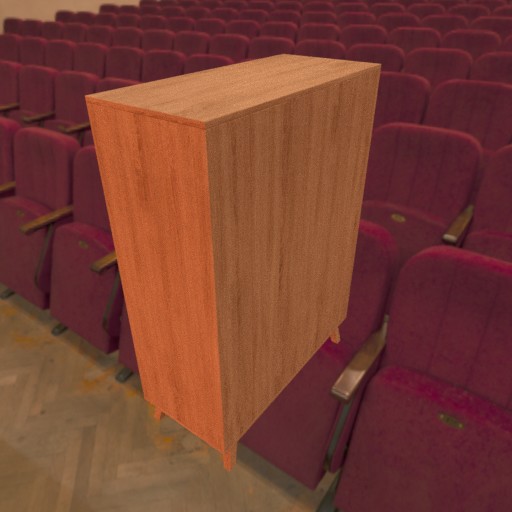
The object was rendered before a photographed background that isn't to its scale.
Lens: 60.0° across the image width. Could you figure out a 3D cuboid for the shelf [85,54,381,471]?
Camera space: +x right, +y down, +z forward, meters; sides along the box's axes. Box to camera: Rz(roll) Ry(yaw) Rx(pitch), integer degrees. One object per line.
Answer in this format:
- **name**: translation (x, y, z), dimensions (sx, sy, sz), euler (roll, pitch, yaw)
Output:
- **shelf**: translation (0.000, 0.000, 1.830), dimensions (0.450, 1.390, 1.000), euler (21, 38, 30)
